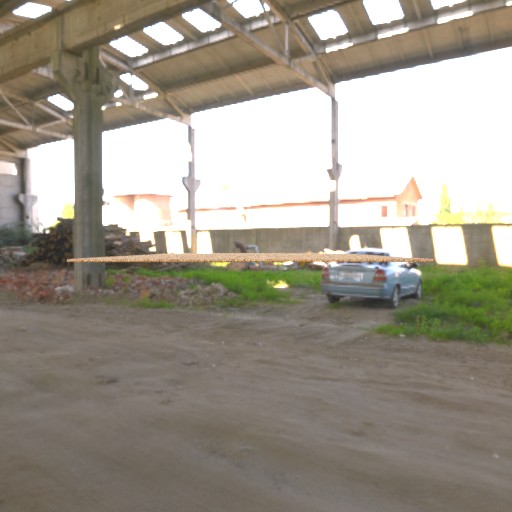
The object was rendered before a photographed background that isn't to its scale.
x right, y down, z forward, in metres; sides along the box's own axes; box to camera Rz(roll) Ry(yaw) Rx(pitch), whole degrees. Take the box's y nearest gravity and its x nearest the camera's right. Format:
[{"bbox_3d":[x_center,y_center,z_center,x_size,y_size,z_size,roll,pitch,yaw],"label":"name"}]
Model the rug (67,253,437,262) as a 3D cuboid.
[{"bbox_3d":[0.000,0.000,2.879,1.566,0.013,2.141,0,1,0],"label":"rug"}]
